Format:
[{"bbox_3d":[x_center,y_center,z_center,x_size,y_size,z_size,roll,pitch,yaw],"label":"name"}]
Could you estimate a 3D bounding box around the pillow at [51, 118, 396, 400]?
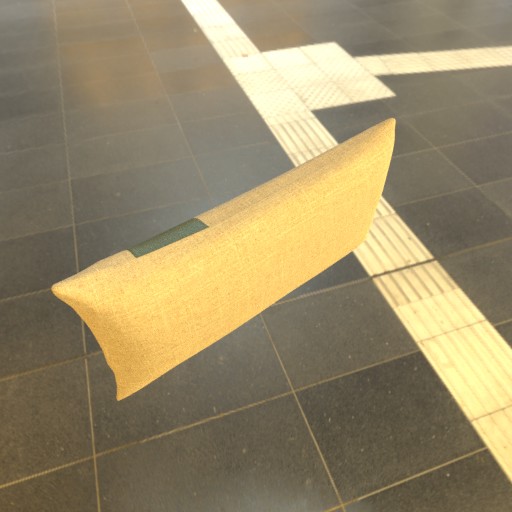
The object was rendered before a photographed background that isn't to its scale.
[{"bbox_3d":[0.000,0.000,1.059,0.859,0.429,0.197,-30,54,-25],"label":"pillow"}]
